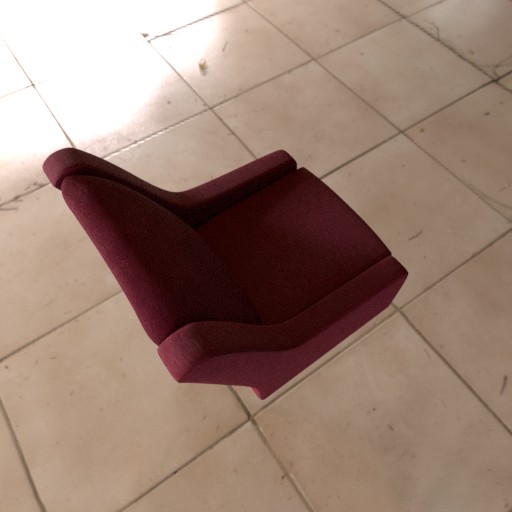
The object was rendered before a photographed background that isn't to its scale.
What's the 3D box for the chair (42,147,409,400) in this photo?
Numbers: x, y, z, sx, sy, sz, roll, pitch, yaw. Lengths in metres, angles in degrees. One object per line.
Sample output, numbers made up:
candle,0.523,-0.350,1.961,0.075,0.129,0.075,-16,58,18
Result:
chair,0.000,0.000,1.678,0.985,1.017,0.793,-32,64,-17
